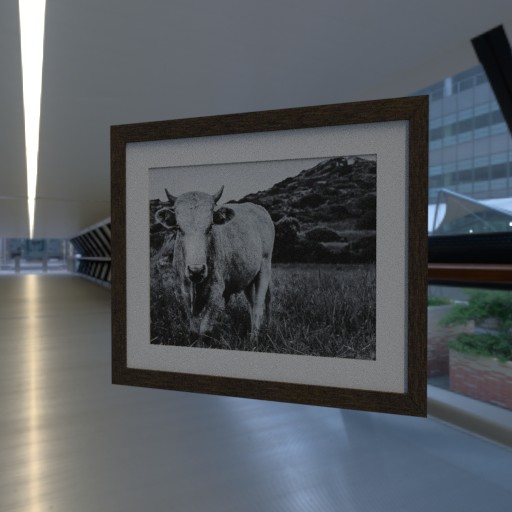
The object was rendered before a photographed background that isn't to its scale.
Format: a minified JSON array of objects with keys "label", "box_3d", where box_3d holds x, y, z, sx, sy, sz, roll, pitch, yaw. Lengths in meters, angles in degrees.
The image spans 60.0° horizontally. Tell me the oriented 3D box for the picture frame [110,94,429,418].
[{"label":"picture frame","box_3d":[0.000,0.000,0.525,0.378,0.330,0.033,0,1,18]}]
